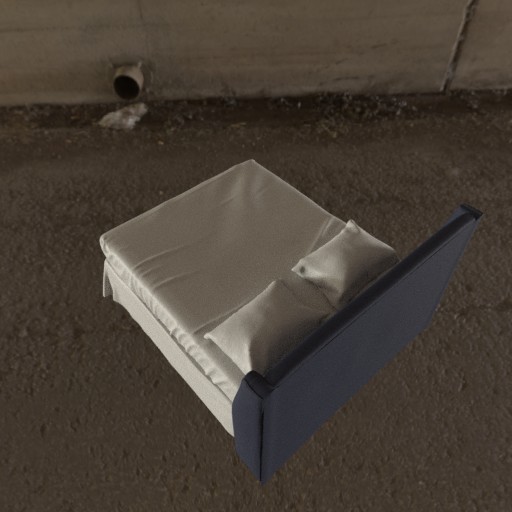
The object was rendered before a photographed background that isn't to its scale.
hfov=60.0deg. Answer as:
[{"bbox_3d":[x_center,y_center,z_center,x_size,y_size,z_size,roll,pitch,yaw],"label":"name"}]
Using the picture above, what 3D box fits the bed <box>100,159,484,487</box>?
[{"bbox_3d":[0.000,0.000,3.435,1.925,1.332,2.276,-33,55,-27],"label":"bed"}]
